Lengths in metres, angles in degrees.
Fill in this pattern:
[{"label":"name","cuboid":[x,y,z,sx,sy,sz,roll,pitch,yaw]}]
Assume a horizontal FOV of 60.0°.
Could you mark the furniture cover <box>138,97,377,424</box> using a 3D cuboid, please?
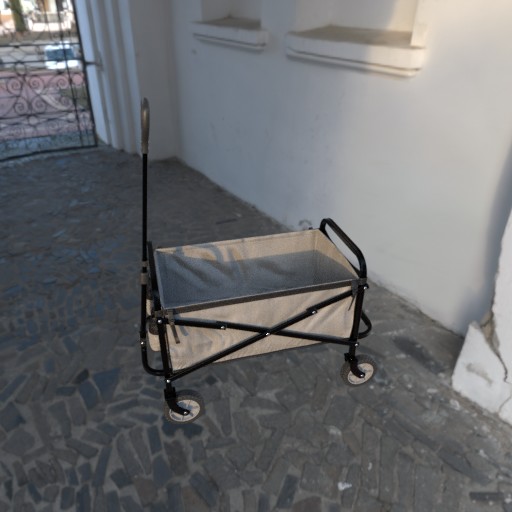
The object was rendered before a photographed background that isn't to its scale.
[{"label":"furniture cover","cuboid":[0.000,0.000,1.843,1.038,1.295,0.532,-8,32,-13]}]
